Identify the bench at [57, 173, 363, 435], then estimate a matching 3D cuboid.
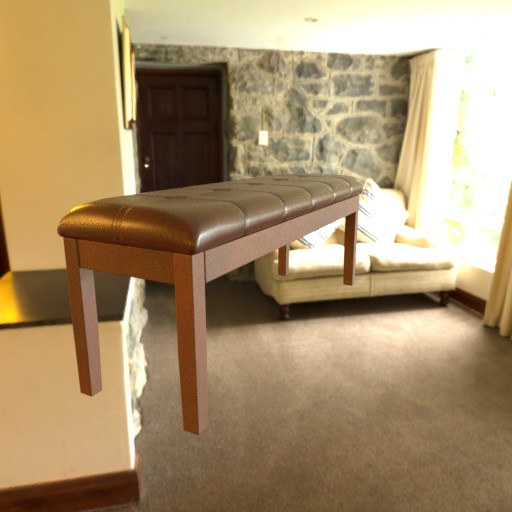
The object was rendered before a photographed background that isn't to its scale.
[{"bbox_3d":[0.000,0.000,1.513,0.401,0.491,1.259,7,16,27],"label":"bench"}]
